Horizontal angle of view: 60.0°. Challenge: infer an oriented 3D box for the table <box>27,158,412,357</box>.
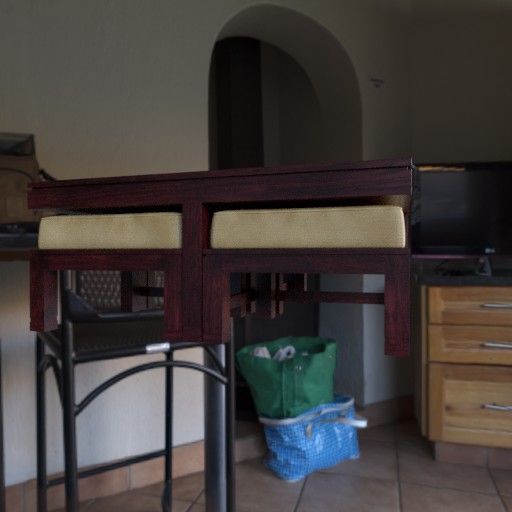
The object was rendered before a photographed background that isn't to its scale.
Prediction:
[{"bbox_3d":[0.000,0.000,1.335,0.865,0.356,0.865,0,0,18],"label":"table"}]
